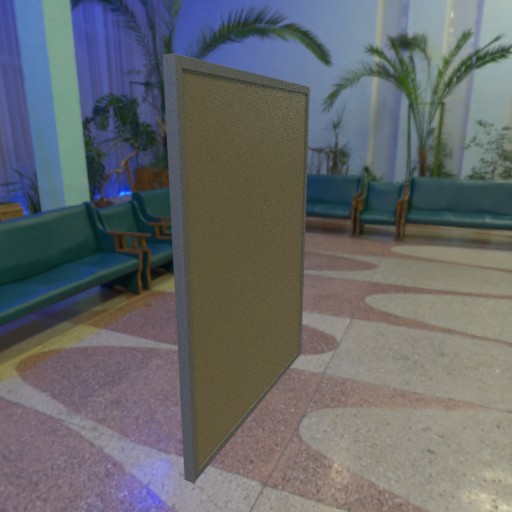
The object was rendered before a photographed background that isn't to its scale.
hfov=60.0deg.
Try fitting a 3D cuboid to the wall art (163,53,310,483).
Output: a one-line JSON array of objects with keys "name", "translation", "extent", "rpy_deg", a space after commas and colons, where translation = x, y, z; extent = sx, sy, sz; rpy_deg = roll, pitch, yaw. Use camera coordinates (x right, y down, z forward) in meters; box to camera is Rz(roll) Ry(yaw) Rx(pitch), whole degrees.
[{"name": "wall art", "translation": [0.000, 0.000, 1.371], "extent": [0.034, 1.042, 0.789], "rpy_deg": [8, 18, 25]}]
